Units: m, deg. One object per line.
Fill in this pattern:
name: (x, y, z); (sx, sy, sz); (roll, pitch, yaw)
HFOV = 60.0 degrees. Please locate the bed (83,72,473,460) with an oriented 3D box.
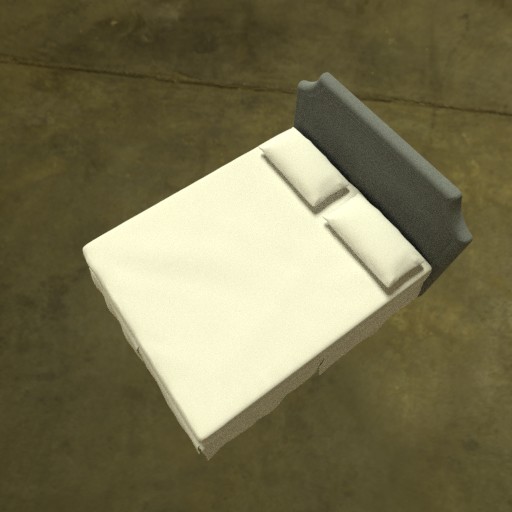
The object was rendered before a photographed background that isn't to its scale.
bed: (0.000, 0.000, 3.296); (2.259, 1.296, 1.811); (-33, 68, -15)
